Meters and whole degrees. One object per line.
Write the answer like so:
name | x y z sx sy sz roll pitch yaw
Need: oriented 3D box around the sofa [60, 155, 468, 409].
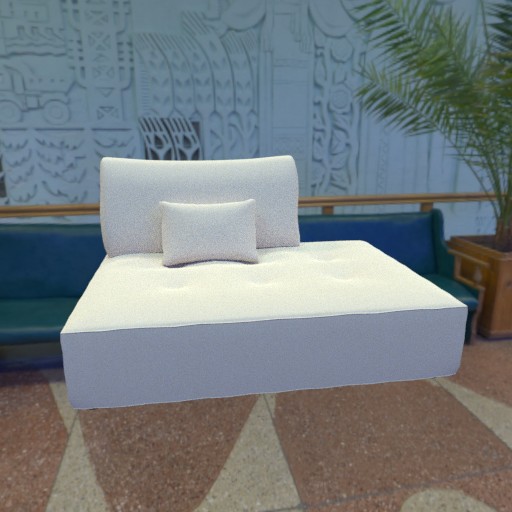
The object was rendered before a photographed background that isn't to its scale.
sofa | 0.000 0.000 1.988 1.450 0.820 1.000 -3 17 -9
